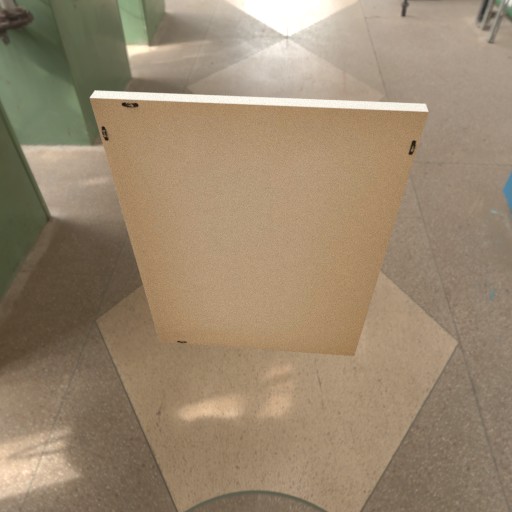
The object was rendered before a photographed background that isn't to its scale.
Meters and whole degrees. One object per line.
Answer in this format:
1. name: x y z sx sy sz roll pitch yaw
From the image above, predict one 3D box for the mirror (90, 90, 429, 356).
1. mirror: 0.000 0.000 1.371 0.762 1.016 0.041 3 46 3
